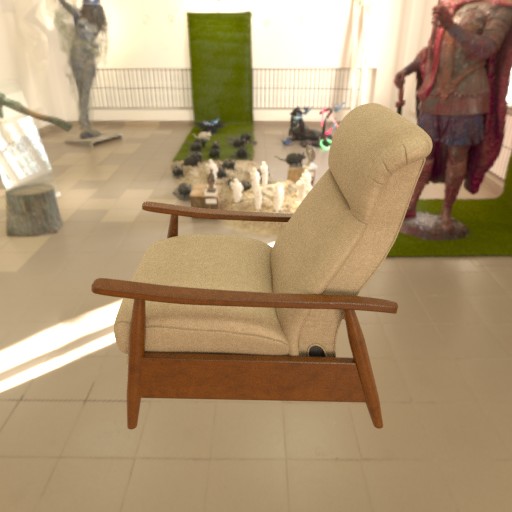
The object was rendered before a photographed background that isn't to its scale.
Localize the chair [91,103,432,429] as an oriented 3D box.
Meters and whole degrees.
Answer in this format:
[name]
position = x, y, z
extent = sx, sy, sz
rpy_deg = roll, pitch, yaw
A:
[chair]
position = 0.000, 0.000, 1.744
extent = 1.030, 1.082, 0.762
rpy_deg = 0, 27, 0
